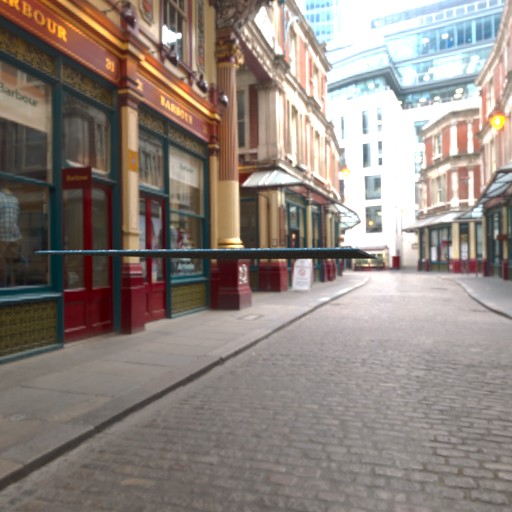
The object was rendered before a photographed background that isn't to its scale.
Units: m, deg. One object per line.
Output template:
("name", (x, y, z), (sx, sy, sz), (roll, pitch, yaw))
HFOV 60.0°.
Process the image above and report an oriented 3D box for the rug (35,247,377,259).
("rug", (0.000, 0.000, 2.392), (1.211, 0.012, 1.833), (0, -1, 17))
